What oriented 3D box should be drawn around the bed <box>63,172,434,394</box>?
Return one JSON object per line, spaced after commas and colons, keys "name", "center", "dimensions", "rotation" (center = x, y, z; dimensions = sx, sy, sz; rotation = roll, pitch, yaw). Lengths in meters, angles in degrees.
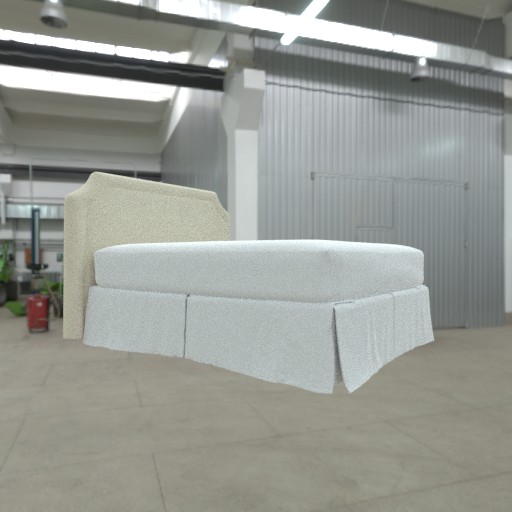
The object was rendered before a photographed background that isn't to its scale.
{"name": "bed", "center": [0.000, 0.000, 3.337], "dimensions": [2.209, 1.296, 1.827], "rotation": [0, 0, 36]}
